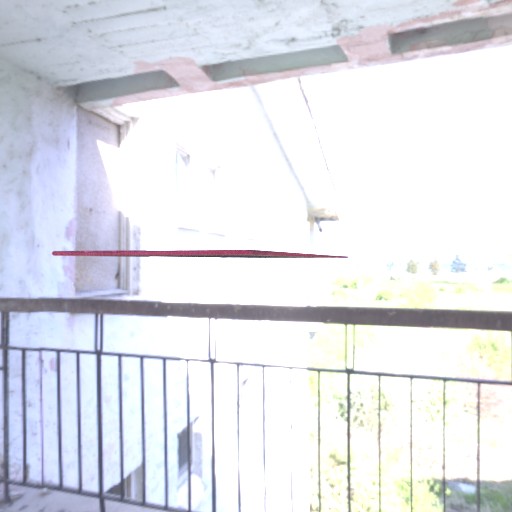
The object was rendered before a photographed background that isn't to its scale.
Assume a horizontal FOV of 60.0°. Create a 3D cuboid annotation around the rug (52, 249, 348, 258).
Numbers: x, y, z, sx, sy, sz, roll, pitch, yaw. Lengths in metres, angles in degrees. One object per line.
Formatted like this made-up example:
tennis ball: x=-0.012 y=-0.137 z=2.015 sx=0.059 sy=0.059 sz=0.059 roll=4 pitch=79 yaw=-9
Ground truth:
rug: x=0.000 y=0.000 z=2.702 sx=0.813 sy=0.018 sz=2.439 roll=0 pitch=-1 yaw=19
